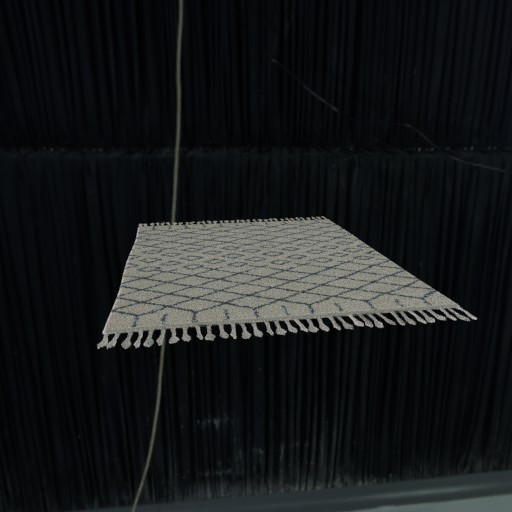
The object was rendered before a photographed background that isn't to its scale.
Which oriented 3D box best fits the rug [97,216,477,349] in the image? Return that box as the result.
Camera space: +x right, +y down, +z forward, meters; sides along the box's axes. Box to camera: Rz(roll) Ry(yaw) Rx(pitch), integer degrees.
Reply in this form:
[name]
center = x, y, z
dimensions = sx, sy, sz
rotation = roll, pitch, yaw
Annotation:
[rug]
center = 0.000, 0.000, 4.192
dimensions = 2.388, 0.030, 3.213
rotation = -3, 17, -9
